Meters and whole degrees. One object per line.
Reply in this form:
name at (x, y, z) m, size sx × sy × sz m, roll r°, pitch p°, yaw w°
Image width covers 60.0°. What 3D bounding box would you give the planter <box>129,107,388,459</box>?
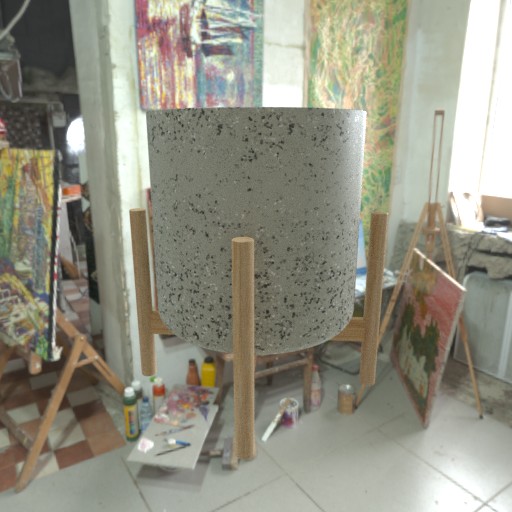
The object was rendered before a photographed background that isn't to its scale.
planter at (0.000, 0.000, 0.681) m, size 0.360 × 0.419 × 0.360 m, roll 8°, pitch 17°, yaw 26°
